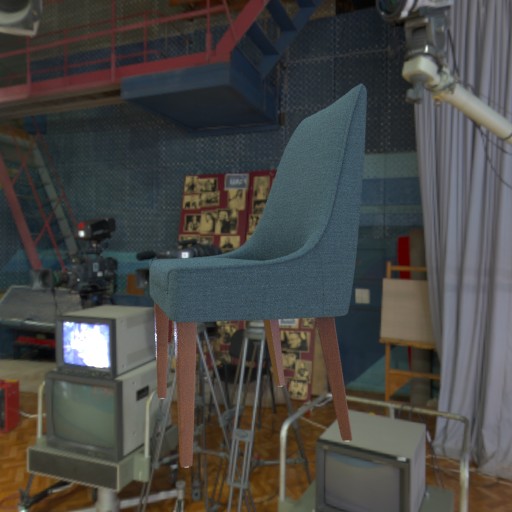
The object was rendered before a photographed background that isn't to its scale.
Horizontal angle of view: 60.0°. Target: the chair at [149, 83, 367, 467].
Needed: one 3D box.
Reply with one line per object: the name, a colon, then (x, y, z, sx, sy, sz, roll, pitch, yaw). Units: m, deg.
chair: (0.000, 0.000, 1.194, 0.544, 0.861, 0.529, 0, 1, -18)
